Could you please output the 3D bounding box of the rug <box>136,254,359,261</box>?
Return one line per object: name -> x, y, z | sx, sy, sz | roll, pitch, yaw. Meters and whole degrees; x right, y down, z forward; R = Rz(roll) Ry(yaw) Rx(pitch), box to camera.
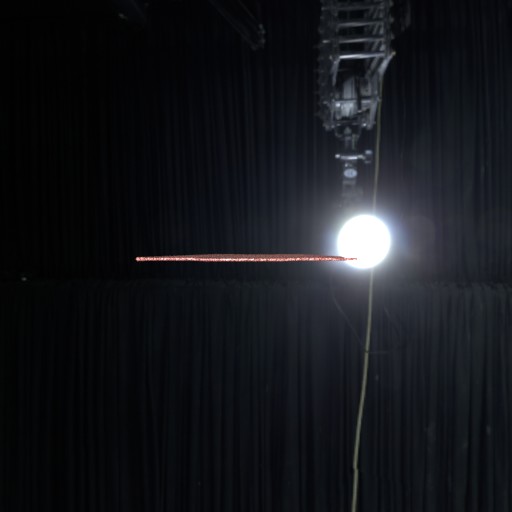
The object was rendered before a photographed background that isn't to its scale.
rug -> 0.000, 0.000, 2.500 | 0.687, 0.012, 2.307 | 0, 0, 1
